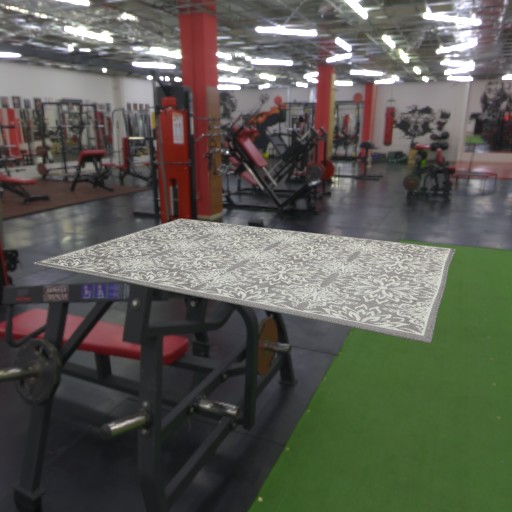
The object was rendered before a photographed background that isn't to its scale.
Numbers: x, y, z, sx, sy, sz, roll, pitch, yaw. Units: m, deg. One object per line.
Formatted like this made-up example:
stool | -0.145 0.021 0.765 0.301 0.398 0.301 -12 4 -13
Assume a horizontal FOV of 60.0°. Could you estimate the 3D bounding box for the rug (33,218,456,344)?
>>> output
rug | 0.000 0.000 2.313 1.847 0.012 1.224 8 18 26
